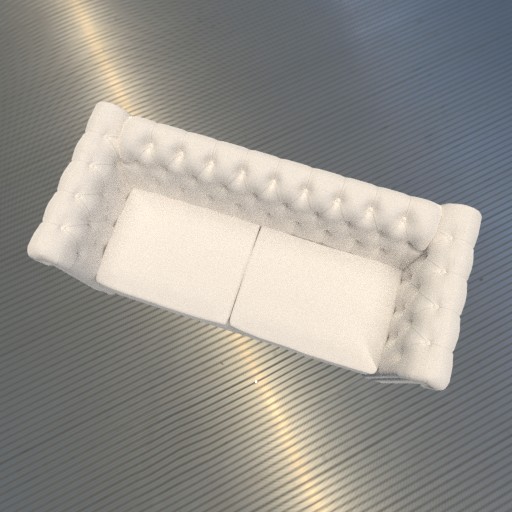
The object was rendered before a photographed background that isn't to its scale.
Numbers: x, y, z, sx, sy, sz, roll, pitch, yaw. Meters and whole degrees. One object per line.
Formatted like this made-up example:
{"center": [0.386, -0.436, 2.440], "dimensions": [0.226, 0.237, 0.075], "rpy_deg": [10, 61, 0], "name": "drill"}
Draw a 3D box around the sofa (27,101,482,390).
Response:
{"center": [0.000, 0.000, 2.187], "dimensions": [1.798, 0.796, 0.771], "rpy_deg": [17, 75, 5], "name": "sofa"}
